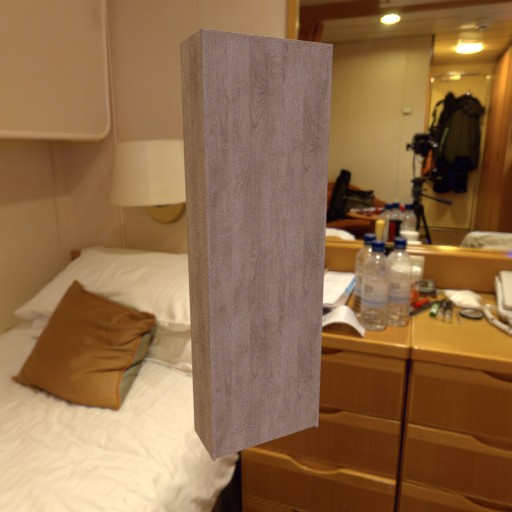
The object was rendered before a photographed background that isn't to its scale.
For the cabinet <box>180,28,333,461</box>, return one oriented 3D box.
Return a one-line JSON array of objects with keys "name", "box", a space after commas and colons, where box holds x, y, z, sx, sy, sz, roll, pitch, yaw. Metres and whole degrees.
[{"name": "cabinet", "box": [0.000, 0.000, 1.850, 0.520, 1.630, 0.250, -7, 15, -26]}]
